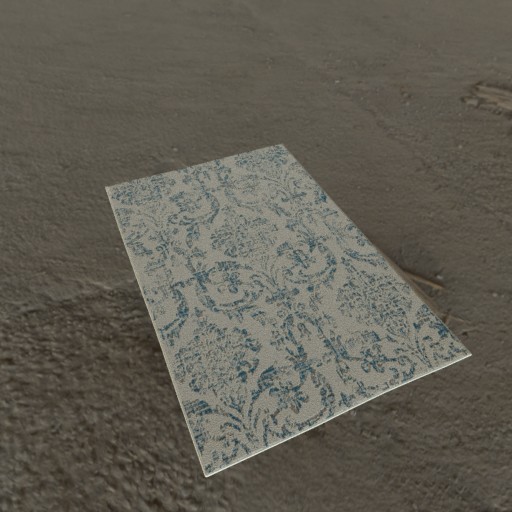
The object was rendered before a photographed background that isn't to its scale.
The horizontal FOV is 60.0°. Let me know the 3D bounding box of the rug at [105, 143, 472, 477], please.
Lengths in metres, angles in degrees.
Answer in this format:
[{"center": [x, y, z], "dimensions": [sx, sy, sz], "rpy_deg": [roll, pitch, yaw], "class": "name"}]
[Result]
[{"center": [0.000, 0.000, 2.311], "dimensions": [1.213, 0.012, 1.831], "rpy_deg": [-18, 49, -16], "class": "rug"}]
